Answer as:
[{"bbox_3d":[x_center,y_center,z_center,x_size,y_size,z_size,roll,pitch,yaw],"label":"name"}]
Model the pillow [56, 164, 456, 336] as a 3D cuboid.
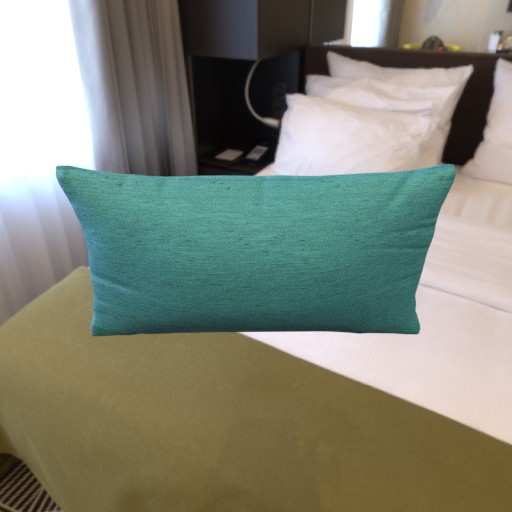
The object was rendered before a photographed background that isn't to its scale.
[{"bbox_3d":[0.000,0.000,0.784,0.633,0.338,0.210,0,31,-1],"label":"pillow"}]
